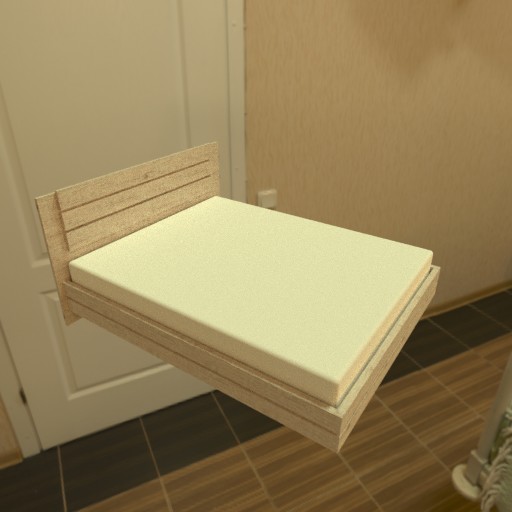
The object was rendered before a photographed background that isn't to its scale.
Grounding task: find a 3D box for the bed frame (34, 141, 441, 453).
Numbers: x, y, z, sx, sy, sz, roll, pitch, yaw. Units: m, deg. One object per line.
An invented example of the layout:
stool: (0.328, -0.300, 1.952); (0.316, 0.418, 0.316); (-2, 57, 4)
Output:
bed frame: (0.000, 0.000, 3.037); (2.080, 0.970, 1.750); (18, 33, 30)
